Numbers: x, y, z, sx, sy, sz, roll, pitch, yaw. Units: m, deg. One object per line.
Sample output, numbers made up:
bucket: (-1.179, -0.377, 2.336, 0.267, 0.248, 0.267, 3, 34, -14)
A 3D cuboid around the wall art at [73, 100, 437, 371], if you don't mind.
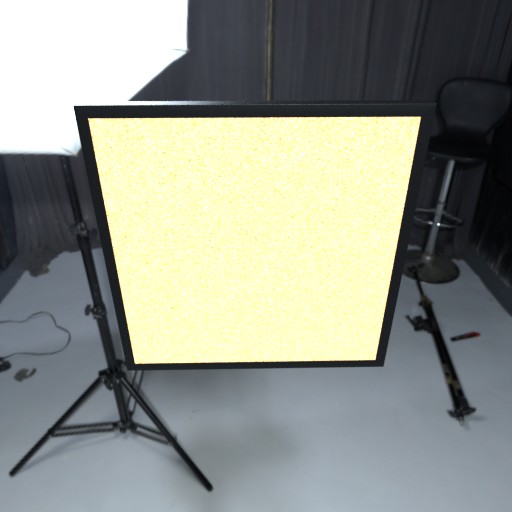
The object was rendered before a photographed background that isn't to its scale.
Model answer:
wall art: (0.000, 0.000, 1.130, 0.756, 0.755, 0.036, -1, 31, -1)
